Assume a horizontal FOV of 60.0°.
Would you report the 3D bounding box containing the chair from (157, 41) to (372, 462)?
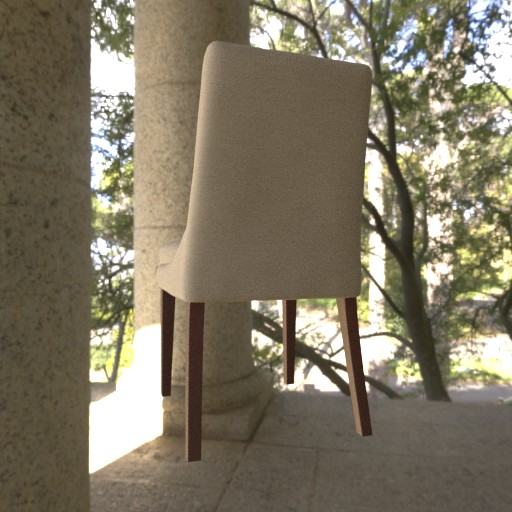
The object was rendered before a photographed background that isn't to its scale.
[{"bbox_3d":[0.000,0.000,1.295,0.515,0.940,0.638,0,0,-18],"label":"chair"}]
